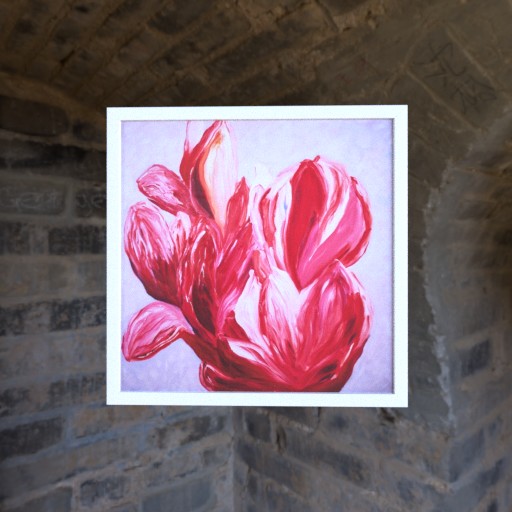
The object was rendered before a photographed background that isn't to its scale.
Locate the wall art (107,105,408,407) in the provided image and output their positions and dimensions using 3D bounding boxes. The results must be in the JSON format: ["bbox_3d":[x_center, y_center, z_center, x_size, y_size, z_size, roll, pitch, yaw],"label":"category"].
[{"bbox_3d":[0.000,0.000,0.988,0.664,0.661,0.020,0,0,1],"label":"wall art"}]
